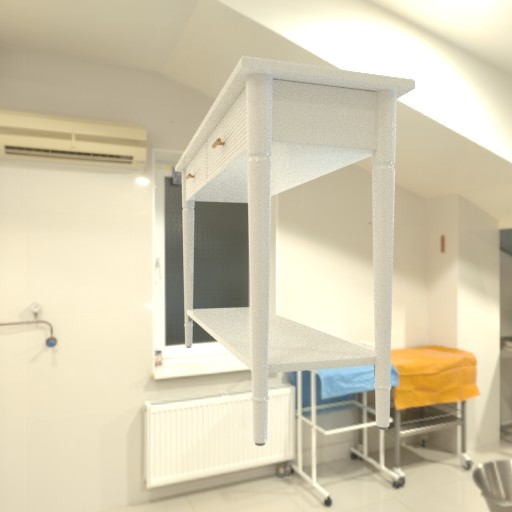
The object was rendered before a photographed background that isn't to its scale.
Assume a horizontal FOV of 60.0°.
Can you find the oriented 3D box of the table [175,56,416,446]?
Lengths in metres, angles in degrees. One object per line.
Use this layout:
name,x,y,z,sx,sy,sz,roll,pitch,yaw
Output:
table,0.000,0.000,1.390,0.381,0.749,1.067,0,0,-17
